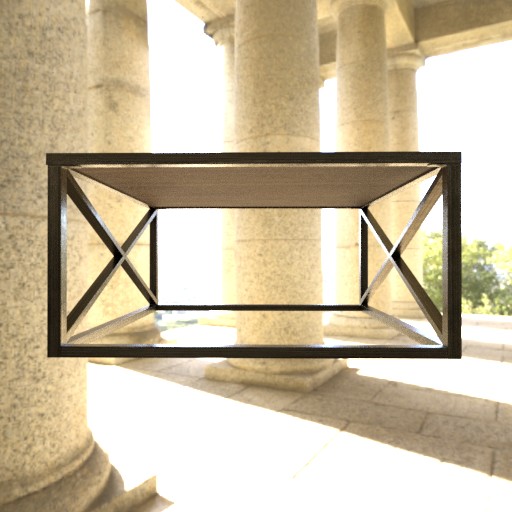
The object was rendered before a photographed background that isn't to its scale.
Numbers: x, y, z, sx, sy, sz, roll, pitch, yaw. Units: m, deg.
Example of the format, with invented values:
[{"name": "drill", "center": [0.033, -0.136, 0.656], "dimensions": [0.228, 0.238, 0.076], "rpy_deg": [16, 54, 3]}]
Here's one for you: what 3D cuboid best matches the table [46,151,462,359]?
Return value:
[{"name": "table", "center": [0.000, 0.000, 1.416], "dimensions": [0.909, 0.451, 0.899], "rpy_deg": [0, 0, 1]}]
